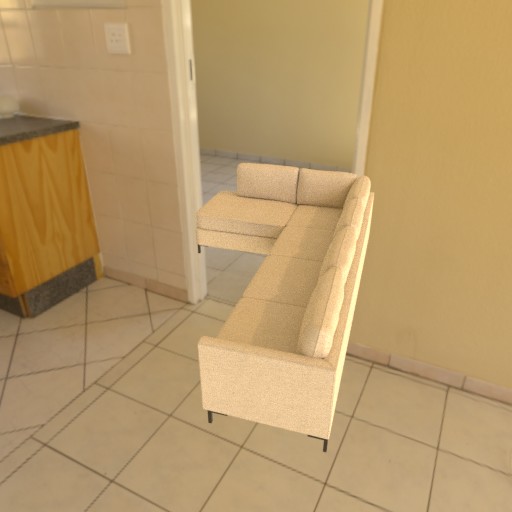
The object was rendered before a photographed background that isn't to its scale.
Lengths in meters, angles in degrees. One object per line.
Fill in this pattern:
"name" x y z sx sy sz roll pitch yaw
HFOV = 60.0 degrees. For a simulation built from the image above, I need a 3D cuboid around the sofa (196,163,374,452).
"sofa" 0.000 0.000 4.449 2.048 0.996 3.384 8 29 15
